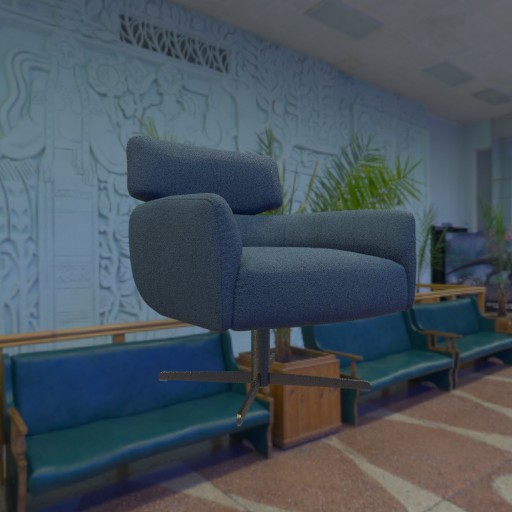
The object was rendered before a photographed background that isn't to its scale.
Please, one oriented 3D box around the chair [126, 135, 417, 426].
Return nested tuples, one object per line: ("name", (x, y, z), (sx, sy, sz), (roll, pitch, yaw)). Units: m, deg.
("chair", (0.000, 0.000, 1.410), (0.738, 0.813, 0.761), (0, 0, -35))
